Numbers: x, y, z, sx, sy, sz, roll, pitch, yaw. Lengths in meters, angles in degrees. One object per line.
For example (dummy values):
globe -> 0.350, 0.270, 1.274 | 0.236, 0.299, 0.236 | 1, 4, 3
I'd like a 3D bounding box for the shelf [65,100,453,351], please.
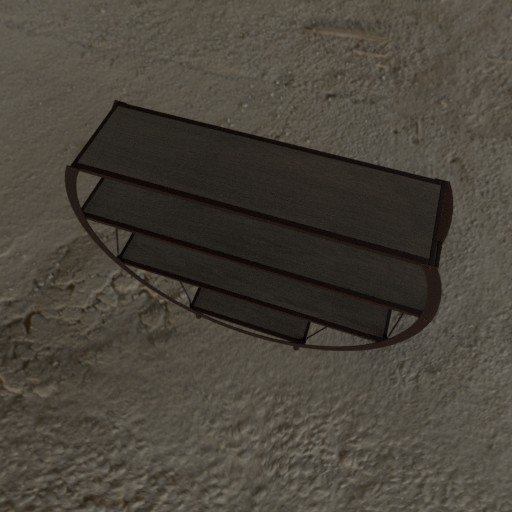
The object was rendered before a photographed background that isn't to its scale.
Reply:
shelf -> 0.000, 0.000, 1.912 | 1.403, 1.063, 0.344 | 16, 61, 9
